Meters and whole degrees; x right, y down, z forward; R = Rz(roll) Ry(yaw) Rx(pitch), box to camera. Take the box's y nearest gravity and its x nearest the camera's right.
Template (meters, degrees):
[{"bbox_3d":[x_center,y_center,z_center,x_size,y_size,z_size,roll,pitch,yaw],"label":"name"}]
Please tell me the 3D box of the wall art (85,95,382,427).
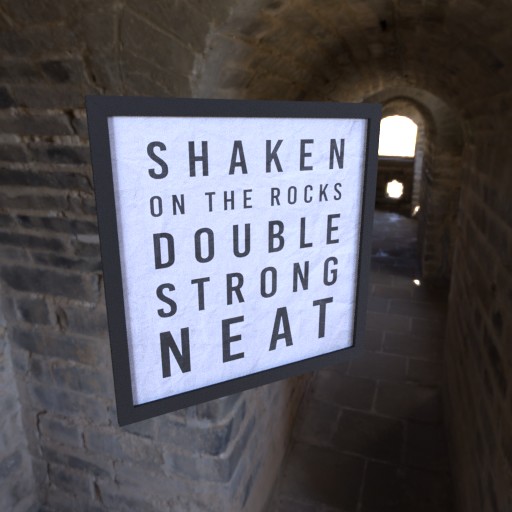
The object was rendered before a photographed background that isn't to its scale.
[{"bbox_3d":[0.000,0.000,0.690,0.456,0.458,0.013,-8,18,-26],"label":"wall art"}]
